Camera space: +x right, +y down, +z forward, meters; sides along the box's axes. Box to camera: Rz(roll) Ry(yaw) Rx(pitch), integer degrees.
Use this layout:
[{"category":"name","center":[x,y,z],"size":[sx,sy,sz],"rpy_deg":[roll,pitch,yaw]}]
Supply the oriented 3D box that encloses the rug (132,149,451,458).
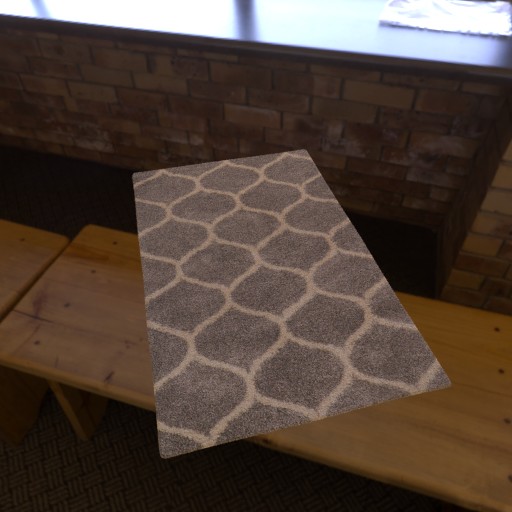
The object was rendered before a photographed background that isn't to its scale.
[{"category":"rug","center":[0.000,0.000,2.967],"size":[1.501,0.025,2.348],"rpy_deg":[-10,46,-10]}]
